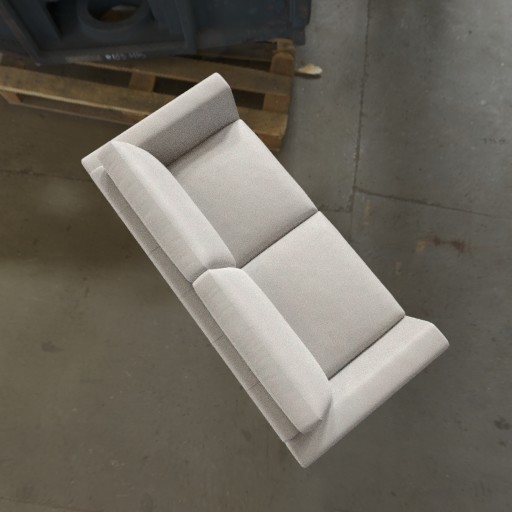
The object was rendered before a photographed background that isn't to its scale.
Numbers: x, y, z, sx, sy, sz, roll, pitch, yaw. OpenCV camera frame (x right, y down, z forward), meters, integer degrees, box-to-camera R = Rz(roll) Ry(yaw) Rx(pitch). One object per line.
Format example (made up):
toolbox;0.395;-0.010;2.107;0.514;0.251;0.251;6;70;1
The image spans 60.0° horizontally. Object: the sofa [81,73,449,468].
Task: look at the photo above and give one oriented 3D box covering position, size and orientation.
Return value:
sofa;0.000;0.000;2.508;0.953;0.875;2.017;-36;78;-9
